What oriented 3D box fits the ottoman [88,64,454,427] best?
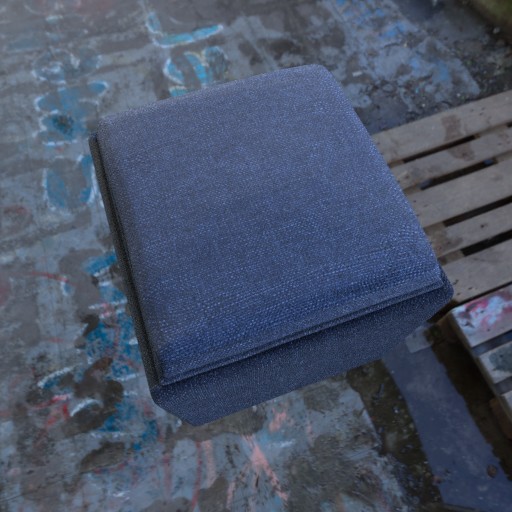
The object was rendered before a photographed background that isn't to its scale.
[{"bbox_3d":[0.000,0.000,0.825,0.436,0.493,0.454,-18,66,-8],"label":"ottoman"}]
